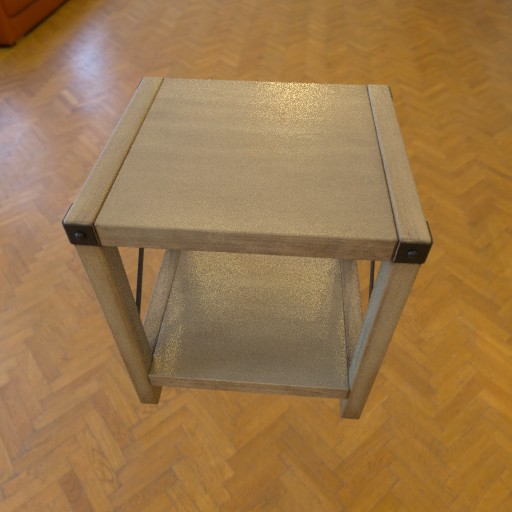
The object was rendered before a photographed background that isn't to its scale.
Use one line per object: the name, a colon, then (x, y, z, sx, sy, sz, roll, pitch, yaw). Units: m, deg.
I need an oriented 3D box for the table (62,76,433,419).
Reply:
table: (0.000, 0.000, 0.940, 0.510, 0.561, 0.459, 3, 47, 3)
